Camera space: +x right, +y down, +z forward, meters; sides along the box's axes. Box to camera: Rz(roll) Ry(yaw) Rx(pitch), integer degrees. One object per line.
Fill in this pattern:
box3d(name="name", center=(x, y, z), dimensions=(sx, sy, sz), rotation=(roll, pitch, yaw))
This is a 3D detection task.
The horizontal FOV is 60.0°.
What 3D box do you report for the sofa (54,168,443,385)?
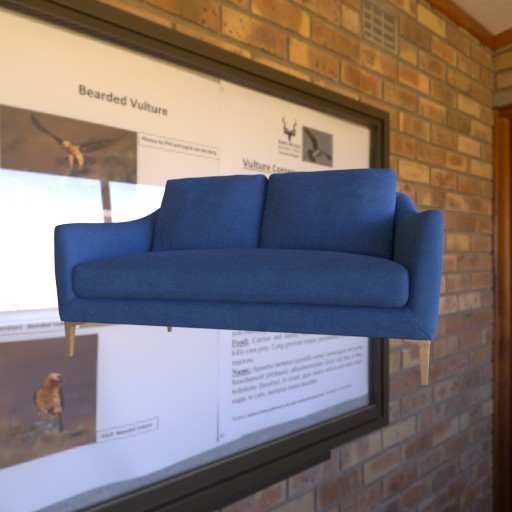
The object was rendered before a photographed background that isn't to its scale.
box3d(name="sofa", center=(0.000, 0.000, 2.176), dimensions=(1.619, 0.902, 0.960), rotation=(0, 0, 17))
